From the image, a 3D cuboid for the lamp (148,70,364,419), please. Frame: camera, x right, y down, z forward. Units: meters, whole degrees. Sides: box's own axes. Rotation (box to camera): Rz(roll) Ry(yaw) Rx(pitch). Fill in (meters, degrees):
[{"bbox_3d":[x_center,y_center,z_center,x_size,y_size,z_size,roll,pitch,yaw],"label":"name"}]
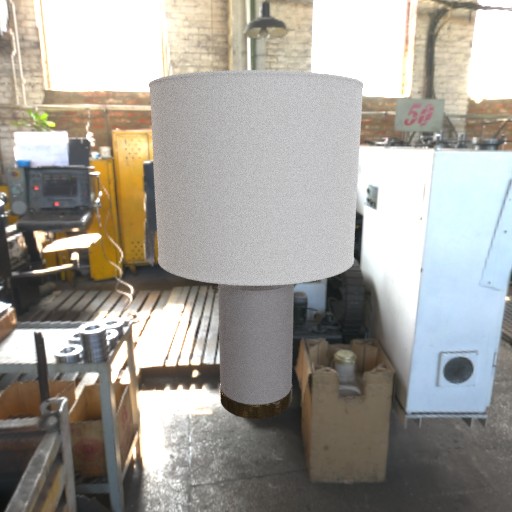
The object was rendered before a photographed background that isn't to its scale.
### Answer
[{"bbox_3d":[0.000,0.000,0.529,0.229,0.380,0.229,0,14,0],"label":"lamp"}]
